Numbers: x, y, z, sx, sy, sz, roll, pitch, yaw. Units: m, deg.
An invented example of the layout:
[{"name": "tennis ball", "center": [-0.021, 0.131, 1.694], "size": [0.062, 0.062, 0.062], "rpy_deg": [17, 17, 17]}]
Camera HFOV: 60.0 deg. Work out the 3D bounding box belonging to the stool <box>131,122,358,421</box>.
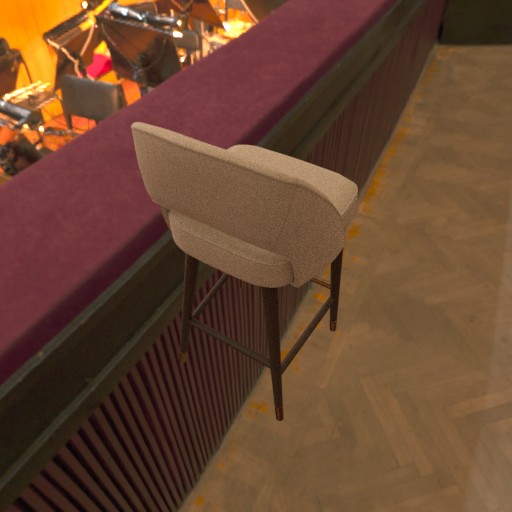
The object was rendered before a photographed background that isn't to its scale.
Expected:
[{"name": "stool", "center": [0.000, 0.000, 1.344], "size": [0.494, 1.037, 0.509], "rpy_deg": [24, 50, 21]}]
